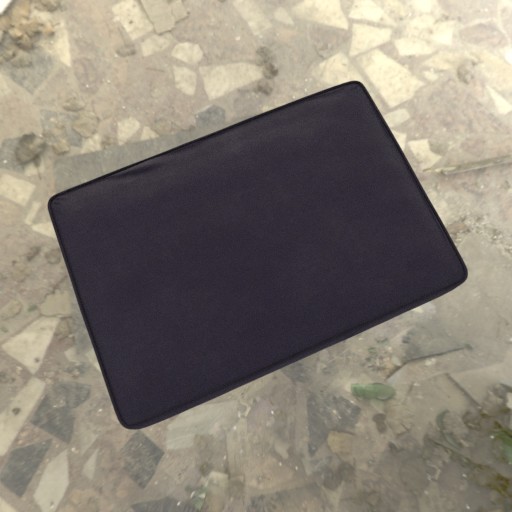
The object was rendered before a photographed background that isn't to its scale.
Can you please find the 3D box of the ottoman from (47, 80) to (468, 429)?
[{"bbox_3d":[0.000,0.000,1.299,0.938,0.503,0.637,-23,77,-6],"label":"ottoman"}]
